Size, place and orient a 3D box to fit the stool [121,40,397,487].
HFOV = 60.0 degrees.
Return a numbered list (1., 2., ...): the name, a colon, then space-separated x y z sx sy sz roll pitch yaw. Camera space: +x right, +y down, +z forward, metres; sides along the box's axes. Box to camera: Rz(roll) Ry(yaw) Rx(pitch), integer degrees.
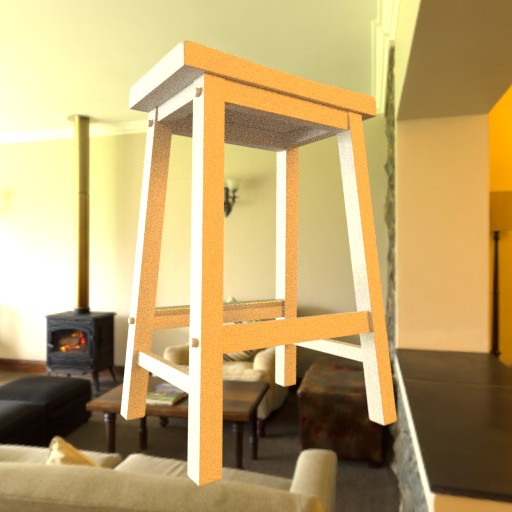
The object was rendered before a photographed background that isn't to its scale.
1. stool: 0.000 0.000 0.830 0.406 0.610 0.322 0 0 -35
